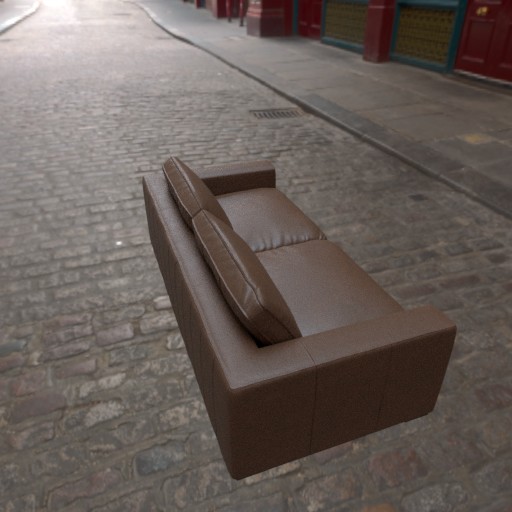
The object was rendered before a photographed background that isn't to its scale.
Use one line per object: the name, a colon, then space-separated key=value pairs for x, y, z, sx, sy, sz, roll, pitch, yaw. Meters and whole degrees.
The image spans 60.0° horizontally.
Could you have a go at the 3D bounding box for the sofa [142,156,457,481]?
sofa: x=0.000 y=0.000 z=2.726 sx=1.070 sy=0.801 sz=2.262 roll=-11 pitch=33 yaw=-17
